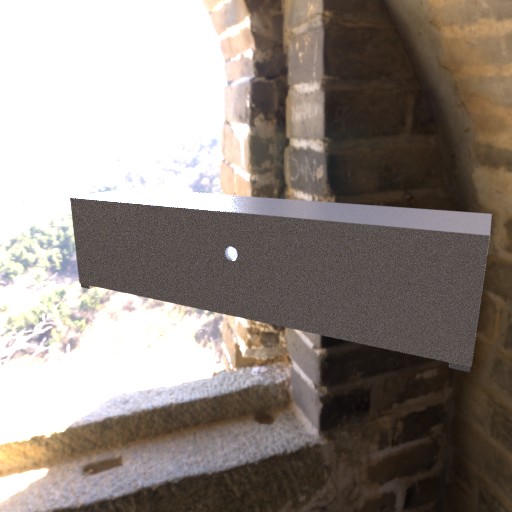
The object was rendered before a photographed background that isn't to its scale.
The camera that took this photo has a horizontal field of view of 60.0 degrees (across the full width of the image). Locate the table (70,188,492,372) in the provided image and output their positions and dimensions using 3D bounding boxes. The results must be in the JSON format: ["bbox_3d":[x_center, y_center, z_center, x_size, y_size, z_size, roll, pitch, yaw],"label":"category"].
[{"bbox_3d":[0.000,0.000,1.803,1.650,0.420,0.390,8,17,27],"label":"table"}]
